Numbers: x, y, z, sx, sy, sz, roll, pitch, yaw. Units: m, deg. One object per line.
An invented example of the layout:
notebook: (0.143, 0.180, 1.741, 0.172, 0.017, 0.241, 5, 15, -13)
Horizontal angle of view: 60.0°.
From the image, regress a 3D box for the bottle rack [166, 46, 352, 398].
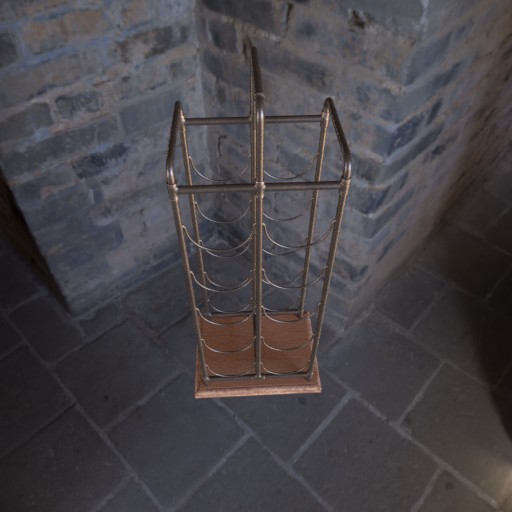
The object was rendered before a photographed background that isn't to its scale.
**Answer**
bottle rack: (0.000, 0.000, 0.795, 0.276, 0.680, 0.208, -2, 47, -2)
